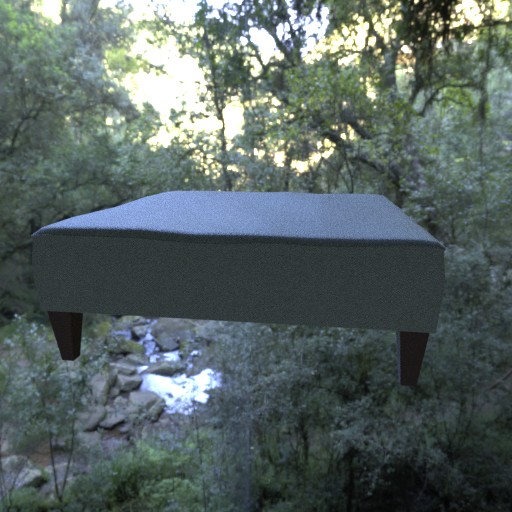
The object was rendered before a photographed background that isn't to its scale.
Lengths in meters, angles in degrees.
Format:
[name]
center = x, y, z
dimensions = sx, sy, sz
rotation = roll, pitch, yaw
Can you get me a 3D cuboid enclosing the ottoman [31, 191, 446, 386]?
[ottoman]
center = 0.000, 0.000, 1.514
dimensions = 0.968, 0.379, 1.004
rotation = 2, 14, 8
